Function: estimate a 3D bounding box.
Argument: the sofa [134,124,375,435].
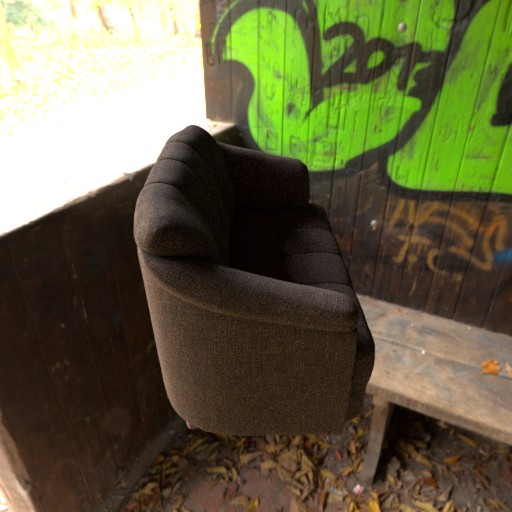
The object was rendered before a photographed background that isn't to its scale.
[{"bbox_3d":[0.000,0.000,1.959,0.799,0.895,1.404,-1,31,-1],"label":"sofa"}]
